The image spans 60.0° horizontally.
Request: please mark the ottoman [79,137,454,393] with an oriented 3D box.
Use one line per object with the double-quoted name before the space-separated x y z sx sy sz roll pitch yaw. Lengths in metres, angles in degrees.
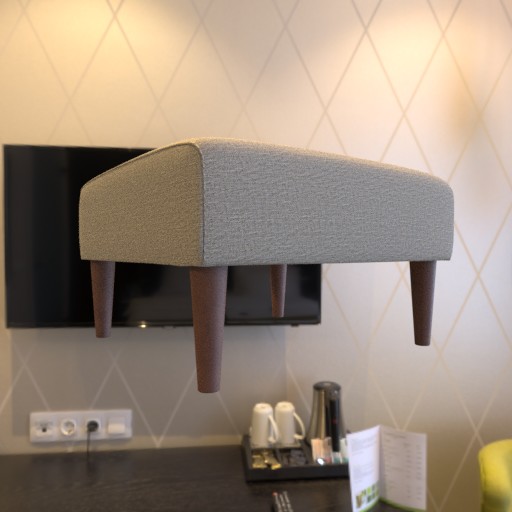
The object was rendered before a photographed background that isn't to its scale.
"ottoman" 0.000 0.000 1.040 0.650 0.398 0.649 -1 1 -36
